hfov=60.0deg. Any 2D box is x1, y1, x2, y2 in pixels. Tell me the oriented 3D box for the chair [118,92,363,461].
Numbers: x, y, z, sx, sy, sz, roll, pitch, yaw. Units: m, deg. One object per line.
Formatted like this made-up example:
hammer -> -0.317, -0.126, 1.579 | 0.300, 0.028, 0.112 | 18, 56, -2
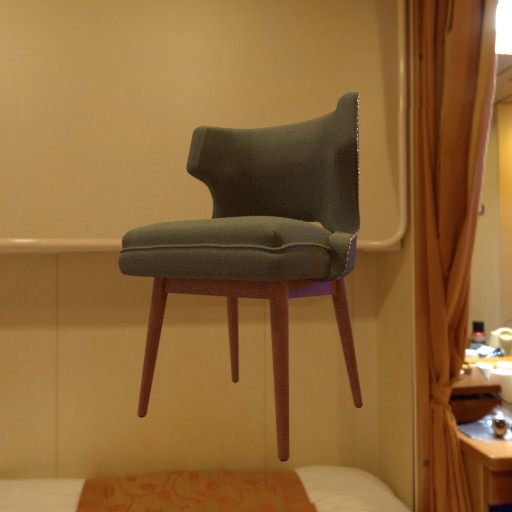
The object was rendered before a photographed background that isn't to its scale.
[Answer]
chair -> 0.000, 0.000, 1.233 | 0.595, 0.863, 0.581 | 0, 0, 35
